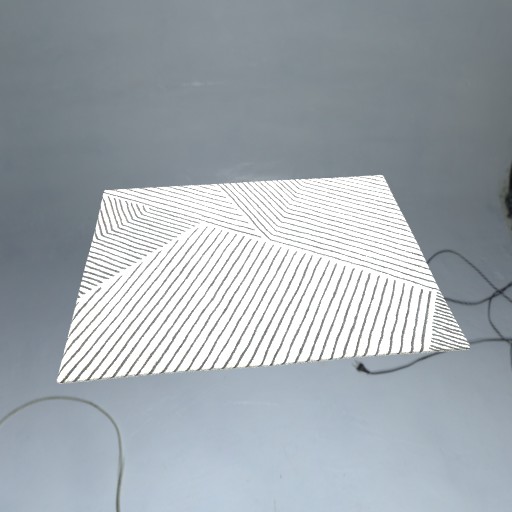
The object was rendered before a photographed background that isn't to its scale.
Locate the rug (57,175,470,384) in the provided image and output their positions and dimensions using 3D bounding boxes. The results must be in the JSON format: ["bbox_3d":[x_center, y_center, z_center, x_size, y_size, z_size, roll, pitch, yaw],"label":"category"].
[{"bbox_3d":[0.000,0.000,3.241,2.449,0.028,1.829,-4,45,-4],"label":"rug"}]
